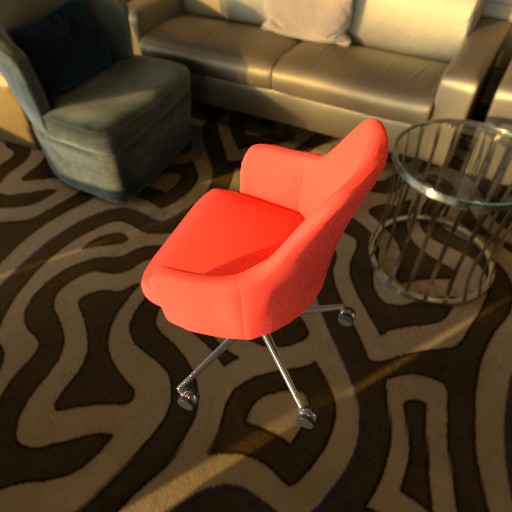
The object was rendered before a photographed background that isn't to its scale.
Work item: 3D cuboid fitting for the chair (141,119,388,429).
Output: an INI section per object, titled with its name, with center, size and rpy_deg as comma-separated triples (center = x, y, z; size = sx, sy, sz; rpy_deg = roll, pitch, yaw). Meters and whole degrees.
[chair]
center = 0.000, 0.000, 1.252
size = 0.600, 0.820, 0.655
rpy_deg = 17, 49, 15
